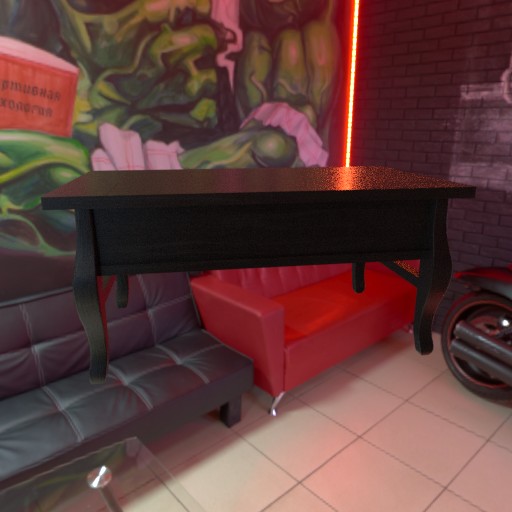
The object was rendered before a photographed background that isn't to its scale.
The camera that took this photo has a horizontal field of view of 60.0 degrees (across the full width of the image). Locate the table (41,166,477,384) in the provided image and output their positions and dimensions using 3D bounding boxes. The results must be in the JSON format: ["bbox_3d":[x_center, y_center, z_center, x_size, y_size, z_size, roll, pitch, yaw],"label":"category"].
[{"bbox_3d":[0.000,0.000,1.408,1.062,0.494,0.600,-3,17,-9],"label":"table"}]
